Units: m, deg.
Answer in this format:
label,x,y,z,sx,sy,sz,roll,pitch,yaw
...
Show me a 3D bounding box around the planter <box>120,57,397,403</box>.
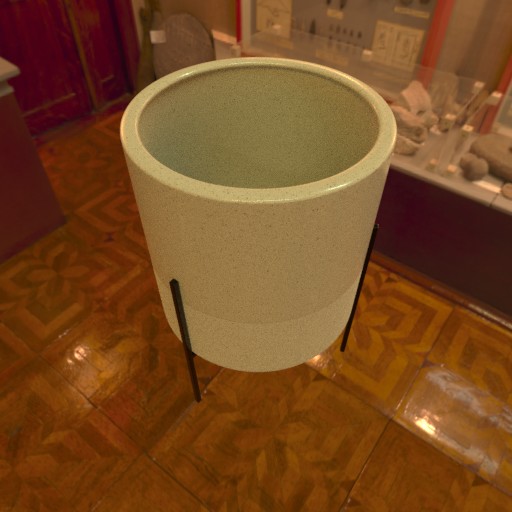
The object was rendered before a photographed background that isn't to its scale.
label,x,y,z,sx,sy,sz,roll,pitch,yaw
planter,0.000,0.000,0.681,0.314,0.475,0.323,31,54,26
